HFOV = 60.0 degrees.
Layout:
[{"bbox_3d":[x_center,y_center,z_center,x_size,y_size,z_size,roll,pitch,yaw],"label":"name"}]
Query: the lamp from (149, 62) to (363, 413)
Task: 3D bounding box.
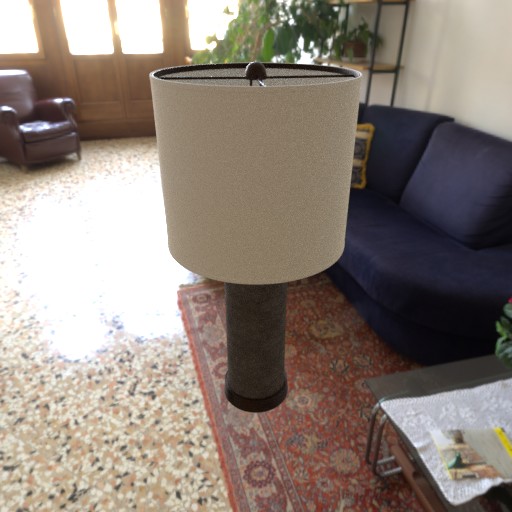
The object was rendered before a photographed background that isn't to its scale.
[{"bbox_3d":[0.000,0.000,0.782,0.301,0.630,0.301,21,35,33],"label":"lamp"}]
